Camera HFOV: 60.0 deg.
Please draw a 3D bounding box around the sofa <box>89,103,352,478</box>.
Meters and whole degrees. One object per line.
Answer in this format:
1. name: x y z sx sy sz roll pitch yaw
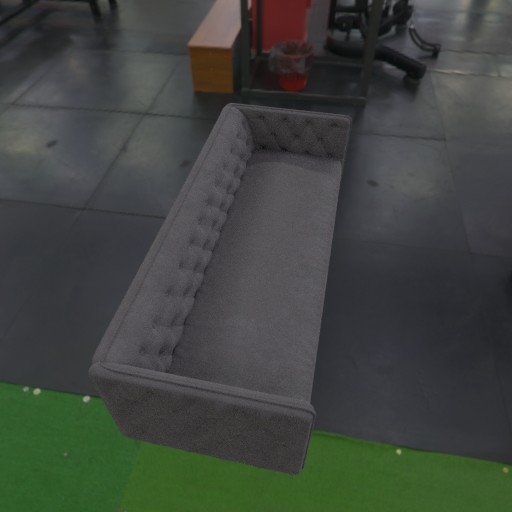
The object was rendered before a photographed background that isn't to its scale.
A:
1. sofa: 0.000 0.000 2.623 0.895 0.771 2.209 9 47 8
